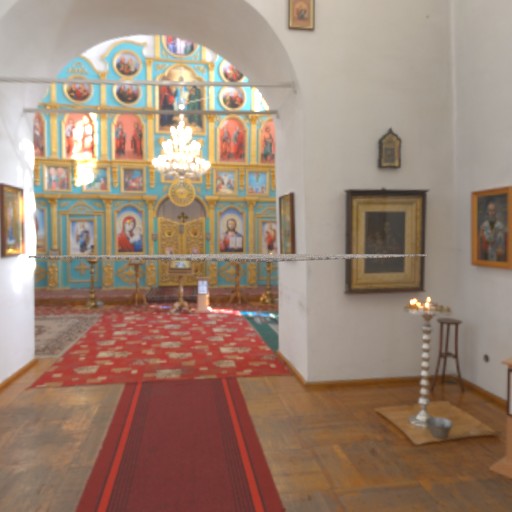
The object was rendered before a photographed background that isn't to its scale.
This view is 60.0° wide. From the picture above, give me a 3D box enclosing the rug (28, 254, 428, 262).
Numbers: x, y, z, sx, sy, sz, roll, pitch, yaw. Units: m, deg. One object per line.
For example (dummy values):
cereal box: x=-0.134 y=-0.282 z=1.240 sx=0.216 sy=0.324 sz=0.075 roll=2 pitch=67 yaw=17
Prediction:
rug: x=0.000 y=0.000 z=3.019 sx=1.676 sy=0.013 sz=2.261 roll=0 pitch=1 yaw=36
